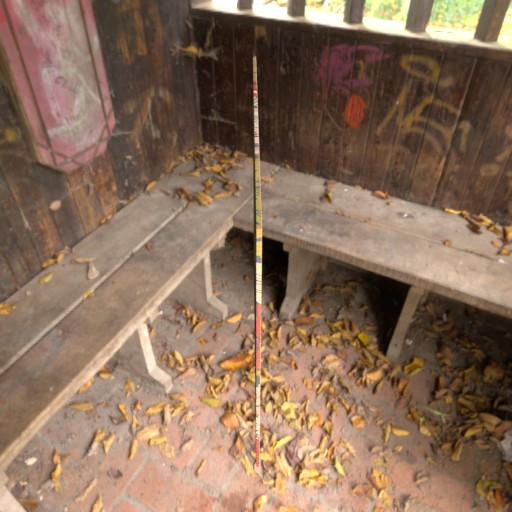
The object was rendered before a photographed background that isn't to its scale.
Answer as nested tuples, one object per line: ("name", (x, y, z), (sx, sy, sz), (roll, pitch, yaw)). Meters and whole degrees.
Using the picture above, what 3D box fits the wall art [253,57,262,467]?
("wall art", (0.000, 0.000, 1.851), (0.013, 1.218, 1.206), (0, 41, -1))
